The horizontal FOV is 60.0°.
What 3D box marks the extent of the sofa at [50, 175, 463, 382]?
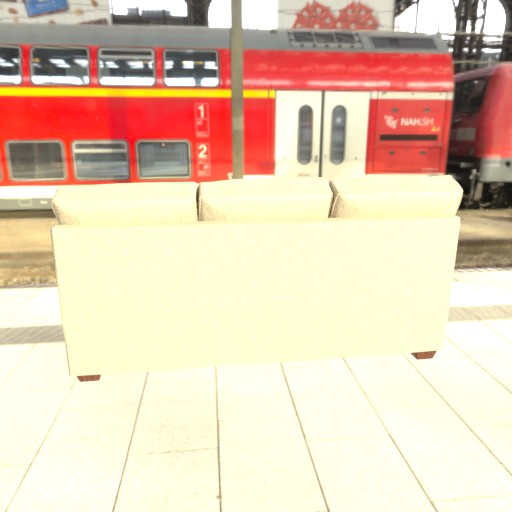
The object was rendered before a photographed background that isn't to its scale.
[{"bbox_3d":[0.000,0.000,2.598,1.962,0.973,1.027,-2,15,-8],"label":"sofa"}]
